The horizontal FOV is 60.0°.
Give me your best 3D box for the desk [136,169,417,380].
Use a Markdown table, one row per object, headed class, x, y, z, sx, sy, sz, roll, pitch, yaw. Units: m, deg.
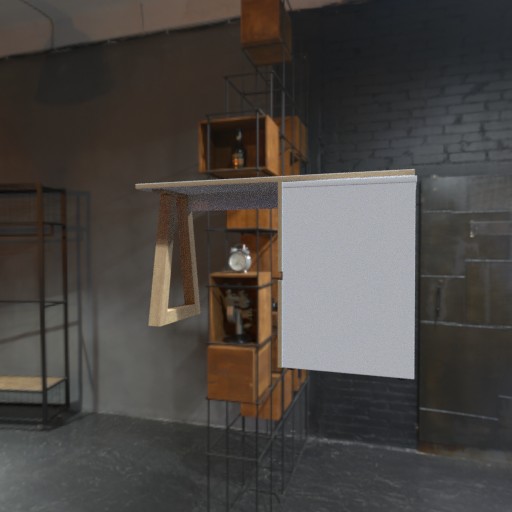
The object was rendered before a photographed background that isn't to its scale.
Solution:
| class | x | y | z | sx | sy | sz | roll | pitch | yaw |
| --- | --- | --- | --- | --- | --- | --- | --- | --- | --- |
| desk | 0.000 | 0.000 | 2.087 | 1.404 | 0.755 | 1.098 | 0 | 1 | 19 |
